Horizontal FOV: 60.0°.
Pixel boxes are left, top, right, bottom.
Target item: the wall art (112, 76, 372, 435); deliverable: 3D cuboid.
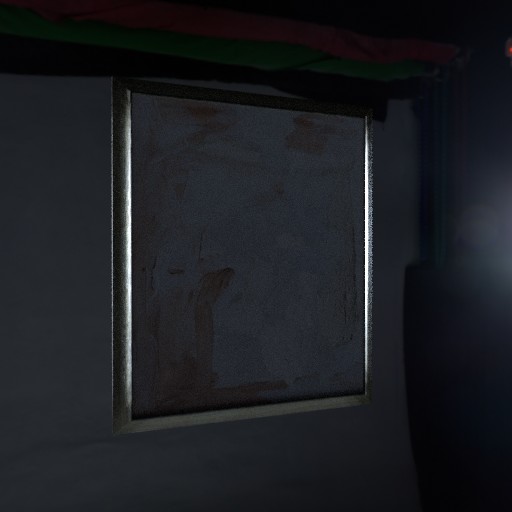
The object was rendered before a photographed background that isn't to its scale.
[{"bbox_3d":[0.000,0.000,0.617,0.381,0.457,0.023,0,0,-18],"label":"wall art"}]
